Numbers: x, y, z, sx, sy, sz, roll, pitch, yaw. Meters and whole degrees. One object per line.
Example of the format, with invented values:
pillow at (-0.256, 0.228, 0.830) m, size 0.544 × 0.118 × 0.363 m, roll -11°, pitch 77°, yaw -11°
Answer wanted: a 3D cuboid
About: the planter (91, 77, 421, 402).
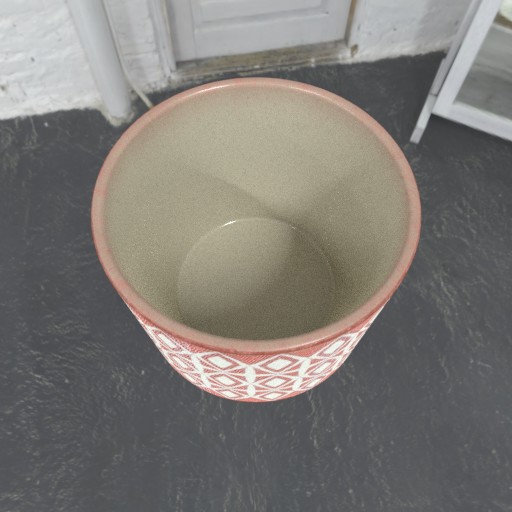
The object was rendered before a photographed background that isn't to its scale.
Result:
planter at (0.000, 0.000, 0.475) m, size 0.273 × 0.237 × 0.273 m, roll 0°, pitch 63°, yaw 0°
